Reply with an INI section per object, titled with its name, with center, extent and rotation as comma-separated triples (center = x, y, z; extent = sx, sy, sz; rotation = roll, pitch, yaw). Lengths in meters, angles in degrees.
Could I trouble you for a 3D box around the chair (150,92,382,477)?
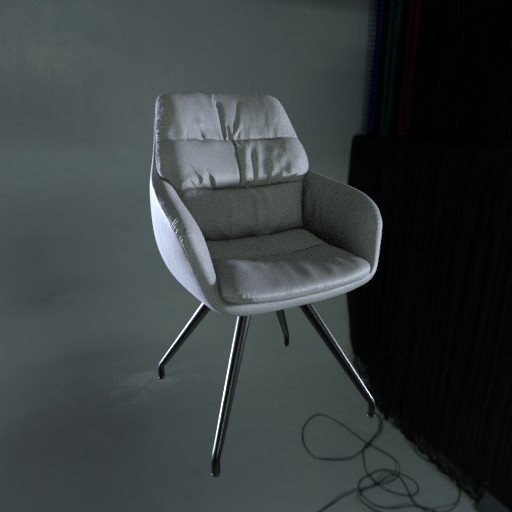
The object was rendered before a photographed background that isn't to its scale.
[chair]
center = 0.000, 0.000, 1.254
extent = 0.579, 0.888, 0.569
rotation = -9, 19, -26
